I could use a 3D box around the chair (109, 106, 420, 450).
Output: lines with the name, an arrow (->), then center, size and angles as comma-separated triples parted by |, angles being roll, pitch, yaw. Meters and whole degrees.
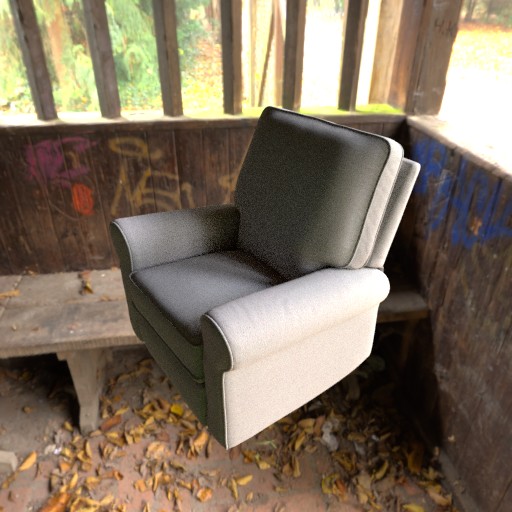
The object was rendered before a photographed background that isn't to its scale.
chair -> 0.000, 0.000, 1.721 | 0.878, 0.960, 0.890 | -21, 38, -31
